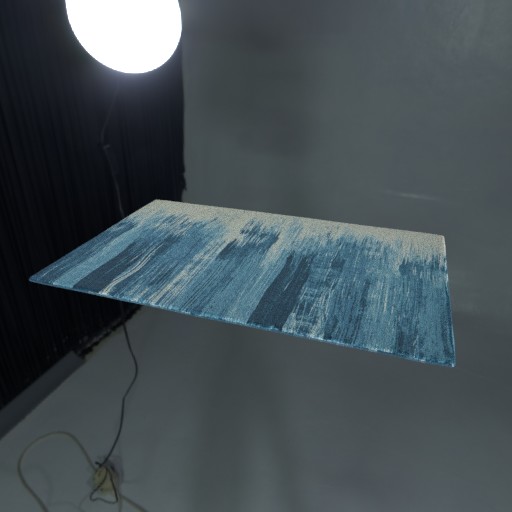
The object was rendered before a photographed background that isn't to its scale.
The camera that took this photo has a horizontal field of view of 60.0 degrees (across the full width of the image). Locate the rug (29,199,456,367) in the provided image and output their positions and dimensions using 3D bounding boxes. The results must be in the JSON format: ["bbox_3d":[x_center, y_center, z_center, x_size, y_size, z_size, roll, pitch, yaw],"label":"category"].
[{"bbox_3d":[0.000,0.000,3.008,2.450,0.027,1.540,9,28,17],"label":"rug"}]
